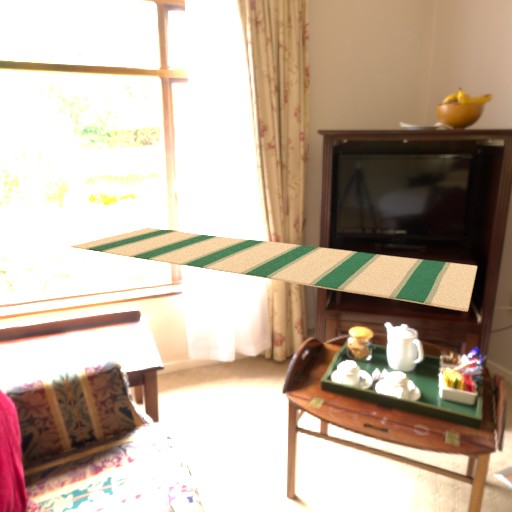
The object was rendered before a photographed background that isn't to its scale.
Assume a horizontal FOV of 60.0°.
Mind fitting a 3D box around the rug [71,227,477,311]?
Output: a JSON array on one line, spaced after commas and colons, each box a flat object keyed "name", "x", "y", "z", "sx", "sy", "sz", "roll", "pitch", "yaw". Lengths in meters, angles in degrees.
[{"name": "rug", "x": 0.000, "y": 0.000, "z": 2.749, "sx": 2.438, "sy": 0.012, "sz": 0.768, "roll": 8, "pitch": 16, "yaw": 27}]
